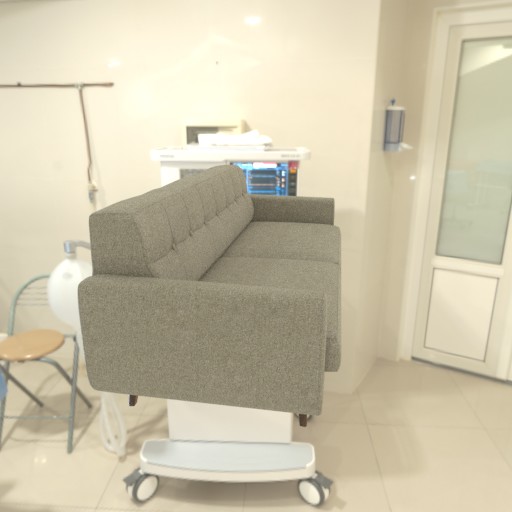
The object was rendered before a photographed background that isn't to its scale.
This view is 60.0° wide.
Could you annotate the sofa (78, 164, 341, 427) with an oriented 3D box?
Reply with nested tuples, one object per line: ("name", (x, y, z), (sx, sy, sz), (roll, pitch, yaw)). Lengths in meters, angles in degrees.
("sofa", (0.000, 0.000, 2.534), (0.968, 0.873, 2.055), (3, 17, 10))
